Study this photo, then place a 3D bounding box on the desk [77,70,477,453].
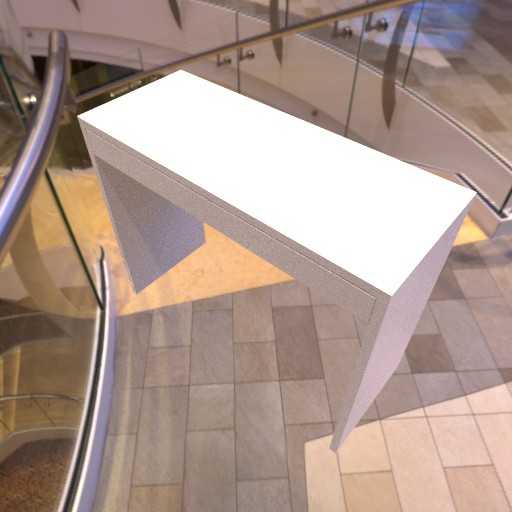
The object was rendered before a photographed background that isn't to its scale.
[{"bbox_3d":[0.000,0.000,1.430,1.000,0.790,0.400,32,54,27],"label":"desk"}]
